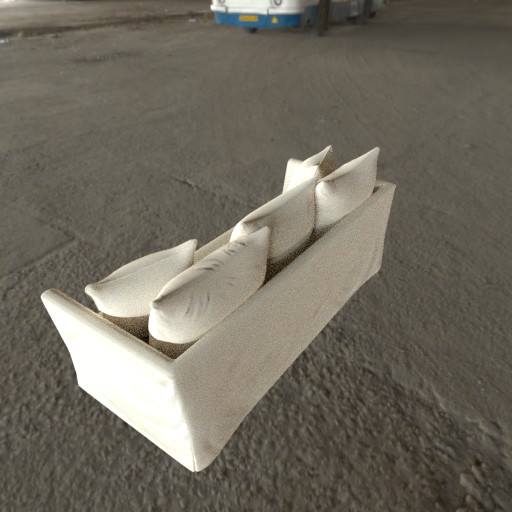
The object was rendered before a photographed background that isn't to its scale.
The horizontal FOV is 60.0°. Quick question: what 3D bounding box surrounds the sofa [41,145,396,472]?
[{"bbox_3d":[0.000,0.000,3.029,1.030,1.042,2.484,22,39,30],"label":"sofa"}]
